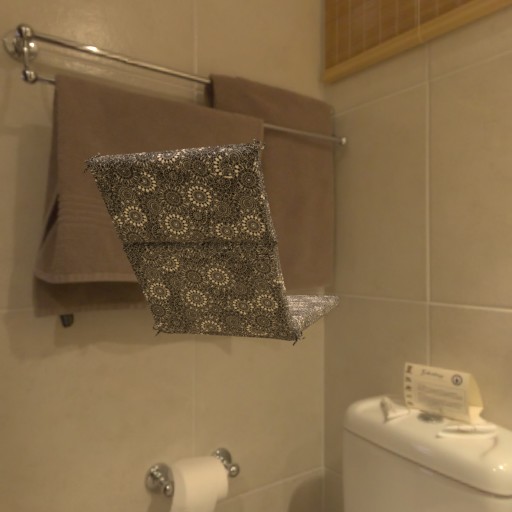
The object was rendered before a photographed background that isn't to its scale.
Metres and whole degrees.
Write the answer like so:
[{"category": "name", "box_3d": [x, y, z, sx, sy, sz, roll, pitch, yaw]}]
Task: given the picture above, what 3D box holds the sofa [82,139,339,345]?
[{"category": "sofa", "box_3d": [0.000, 0.000, 1.992, 0.582, 0.622, 1.663, 0, 0, 18]}]
